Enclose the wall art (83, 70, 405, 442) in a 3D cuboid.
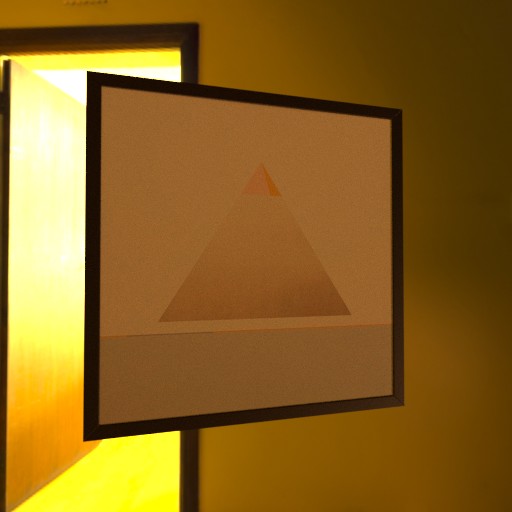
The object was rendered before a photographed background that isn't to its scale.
[{"bbox_3d":[0.000,0.000,0.424,0.304,0.303,0.037,0,-1,-18],"label":"wall art"}]
